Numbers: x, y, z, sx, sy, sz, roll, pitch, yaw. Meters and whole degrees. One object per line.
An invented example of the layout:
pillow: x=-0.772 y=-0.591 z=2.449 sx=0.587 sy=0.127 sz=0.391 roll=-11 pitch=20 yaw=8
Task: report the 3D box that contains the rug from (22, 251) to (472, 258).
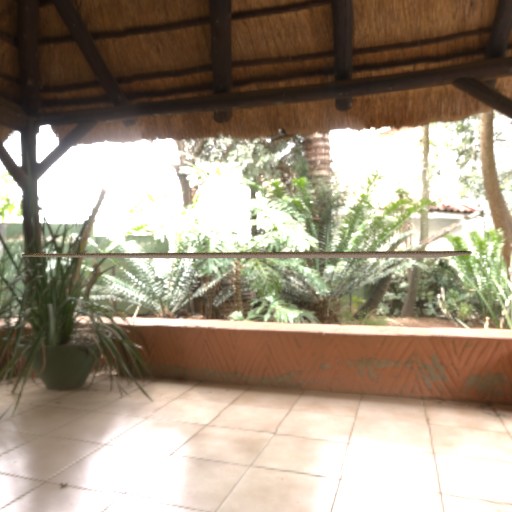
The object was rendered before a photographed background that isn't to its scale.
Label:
rug: x=0.000 y=0.000 z=2.925 sx=2.365 sy=0.017 sz=1.521 roll=0 pitch=-1 yaw=17
